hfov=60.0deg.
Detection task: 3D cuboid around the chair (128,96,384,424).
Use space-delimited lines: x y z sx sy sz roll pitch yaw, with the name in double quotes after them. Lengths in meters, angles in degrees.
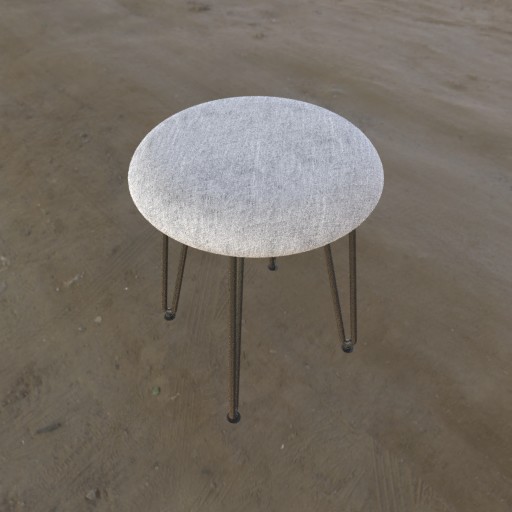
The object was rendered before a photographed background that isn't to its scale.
0.000 0.000 0.659 0.350 0.386 0.350 9 46 9 "chair"
